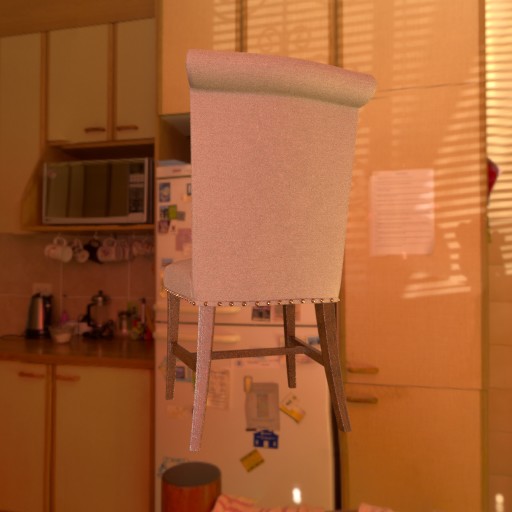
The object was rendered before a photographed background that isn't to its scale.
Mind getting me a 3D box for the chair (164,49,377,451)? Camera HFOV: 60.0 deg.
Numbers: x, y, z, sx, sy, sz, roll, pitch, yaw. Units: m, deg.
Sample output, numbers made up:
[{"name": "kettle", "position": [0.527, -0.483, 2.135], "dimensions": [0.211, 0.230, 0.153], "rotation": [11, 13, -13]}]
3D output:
[{"name": "chair", "position": [0.000, 0.000, 1.366], "dimensions": [0.513, 0.988, 0.608], "rotation": [0, -1, -17]}]
